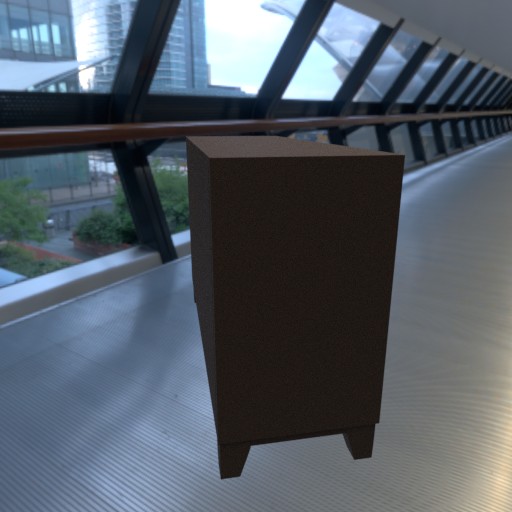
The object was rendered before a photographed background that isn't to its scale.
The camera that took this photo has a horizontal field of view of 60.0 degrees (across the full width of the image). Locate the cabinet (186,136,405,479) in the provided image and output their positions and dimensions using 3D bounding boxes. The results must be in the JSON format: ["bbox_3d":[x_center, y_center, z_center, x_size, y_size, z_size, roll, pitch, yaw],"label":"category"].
[{"bbox_3d":[0.000,0.000,1.838,0.482,0.914,1.396,-3,17,-10],"label":"cabinet"}]
